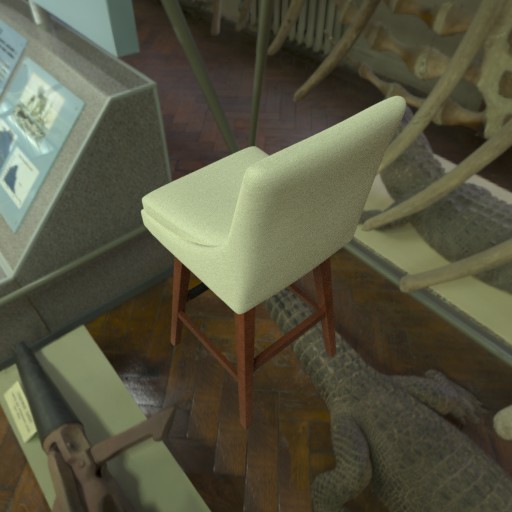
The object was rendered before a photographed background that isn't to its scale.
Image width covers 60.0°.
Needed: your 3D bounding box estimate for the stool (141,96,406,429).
[{"bbox_3d":[0.000,0.000,1.385,0.470,1.097,0.559,-32,53,-27],"label":"stool"}]
